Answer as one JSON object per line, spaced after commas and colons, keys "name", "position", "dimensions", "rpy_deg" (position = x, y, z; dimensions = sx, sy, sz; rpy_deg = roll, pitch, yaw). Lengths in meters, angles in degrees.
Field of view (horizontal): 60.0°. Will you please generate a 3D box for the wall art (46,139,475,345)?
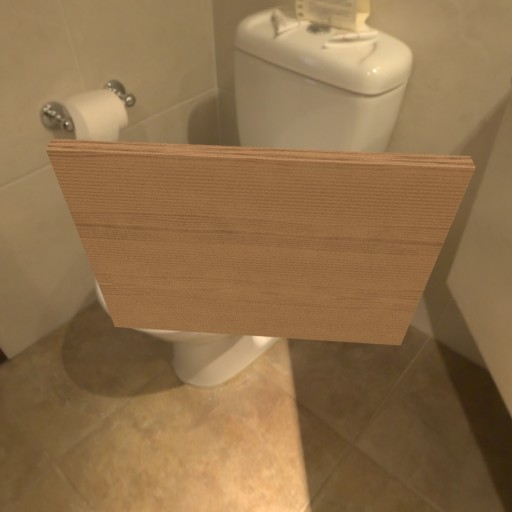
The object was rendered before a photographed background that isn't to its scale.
{"name": "wall art", "position": [0.000, 0.000, 1.104], "dimensions": [0.841, 0.609, 0.063], "rpy_deg": [3, 46, 3]}
